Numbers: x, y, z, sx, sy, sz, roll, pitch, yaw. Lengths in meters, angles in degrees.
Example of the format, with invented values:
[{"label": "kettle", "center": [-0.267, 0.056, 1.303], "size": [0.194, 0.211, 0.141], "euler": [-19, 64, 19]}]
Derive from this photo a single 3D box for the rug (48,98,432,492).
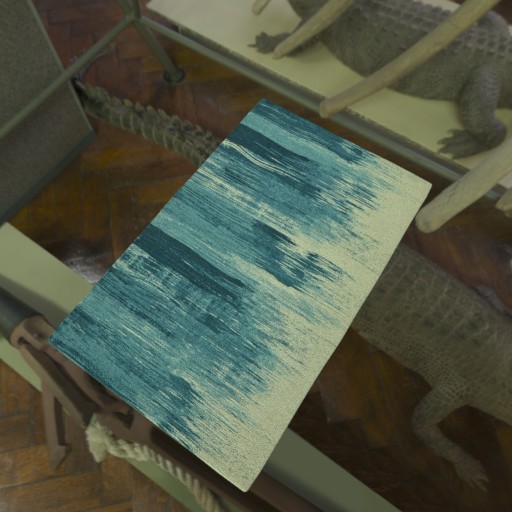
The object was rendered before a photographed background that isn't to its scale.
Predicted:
[{"label": "rug", "center": [0.000, 0.000, 3.027], "size": [1.540, 0.027, 2.450], "euler": [31, 69, 14]}]
